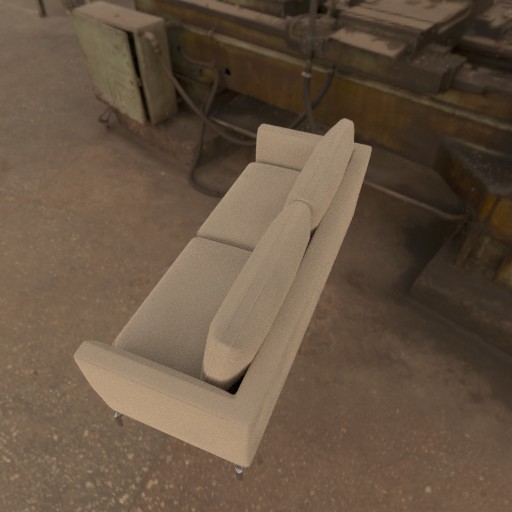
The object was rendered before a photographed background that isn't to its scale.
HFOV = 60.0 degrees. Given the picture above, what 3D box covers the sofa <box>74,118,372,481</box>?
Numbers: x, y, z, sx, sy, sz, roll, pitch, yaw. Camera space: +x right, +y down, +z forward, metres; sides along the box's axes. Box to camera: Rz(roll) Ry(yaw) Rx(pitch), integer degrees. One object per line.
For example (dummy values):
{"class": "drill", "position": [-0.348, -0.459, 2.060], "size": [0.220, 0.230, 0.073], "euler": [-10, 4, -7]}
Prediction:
{"class": "sofa", "position": [0.000, 0.000, 2.705], "size": [0.868, 1.005, 2.214], "euler": [17, 48, 16]}
